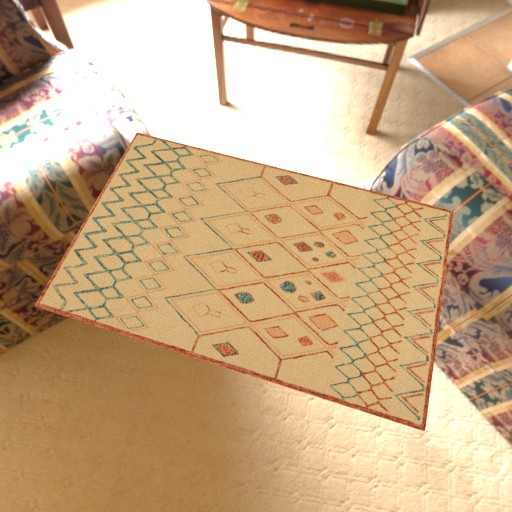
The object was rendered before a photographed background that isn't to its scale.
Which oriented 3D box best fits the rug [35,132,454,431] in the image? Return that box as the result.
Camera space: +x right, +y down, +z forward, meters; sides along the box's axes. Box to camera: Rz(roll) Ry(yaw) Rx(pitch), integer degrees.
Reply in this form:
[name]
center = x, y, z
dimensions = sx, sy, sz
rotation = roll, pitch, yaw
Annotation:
[rug]
center = 0.000, 0.000, 2.956
dimensions = 2.438, 0.015, 1.524
rotation = 16, 63, 8
